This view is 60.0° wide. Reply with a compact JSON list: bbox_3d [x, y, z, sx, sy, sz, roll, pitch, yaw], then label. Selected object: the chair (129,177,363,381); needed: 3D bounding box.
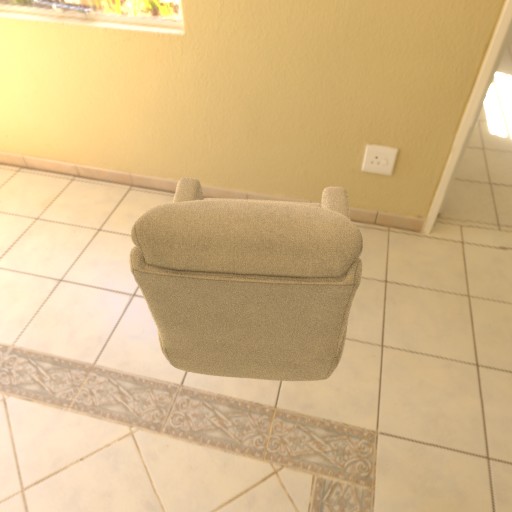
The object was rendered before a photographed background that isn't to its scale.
[{"bbox_3d":[0.000,0.000,1.761,0.794,1.021,0.940,3,46,3],"label":"chair"}]
